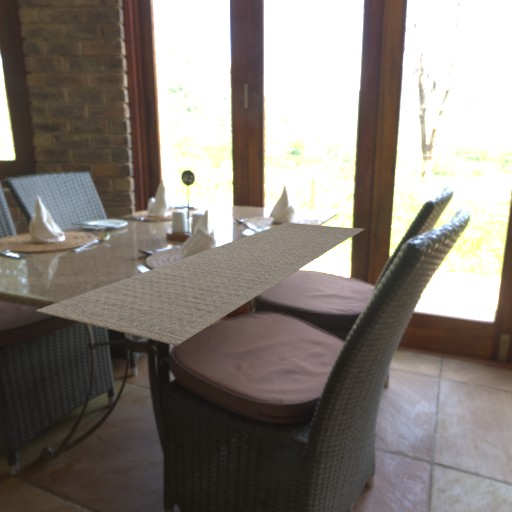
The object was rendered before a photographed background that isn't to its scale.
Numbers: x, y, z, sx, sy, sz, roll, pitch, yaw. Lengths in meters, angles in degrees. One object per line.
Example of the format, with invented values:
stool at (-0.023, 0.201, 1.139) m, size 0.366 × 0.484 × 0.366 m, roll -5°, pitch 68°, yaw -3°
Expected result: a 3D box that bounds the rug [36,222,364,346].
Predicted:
rug at (0.000, 0.000, 2.637) m, size 0.688 × 0.005 × 2.437 m, roll 7°, pitch 15°, yaw 27°
